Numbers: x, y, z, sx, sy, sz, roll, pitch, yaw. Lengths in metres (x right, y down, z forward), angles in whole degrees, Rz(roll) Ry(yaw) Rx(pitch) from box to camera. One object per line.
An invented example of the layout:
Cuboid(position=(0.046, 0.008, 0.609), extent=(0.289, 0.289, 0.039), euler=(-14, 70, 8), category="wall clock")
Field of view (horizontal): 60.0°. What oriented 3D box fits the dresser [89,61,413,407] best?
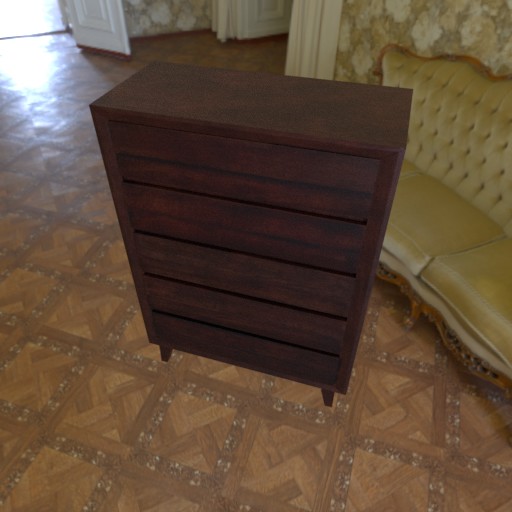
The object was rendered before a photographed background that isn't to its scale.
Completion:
Cuboid(position=(0.000, 0.000, 2.091), extent=(1.072, 1.514, 0.506), euler=(12, 42, 13), category="dresser")
